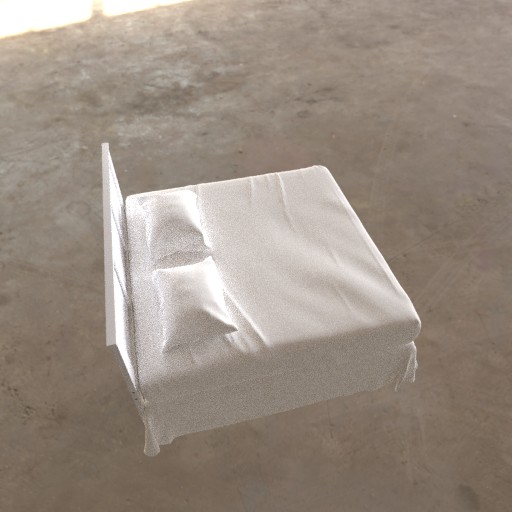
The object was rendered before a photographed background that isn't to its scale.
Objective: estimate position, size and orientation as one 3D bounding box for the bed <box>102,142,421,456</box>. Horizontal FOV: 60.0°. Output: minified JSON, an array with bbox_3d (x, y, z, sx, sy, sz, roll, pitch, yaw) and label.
[{"bbox_3d":[0.000,0.000,3.656,2.215,1.273,2.317,-10,47,-10],"label":"bed"}]
